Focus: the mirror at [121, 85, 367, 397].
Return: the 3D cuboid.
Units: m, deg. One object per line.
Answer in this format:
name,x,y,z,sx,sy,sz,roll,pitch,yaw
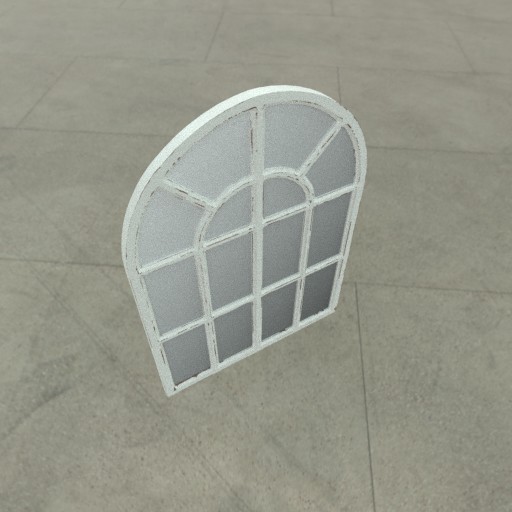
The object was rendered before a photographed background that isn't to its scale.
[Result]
mirror,0.000,0.000,1.181,0.660,0.920,0.032,-23,51,-20
